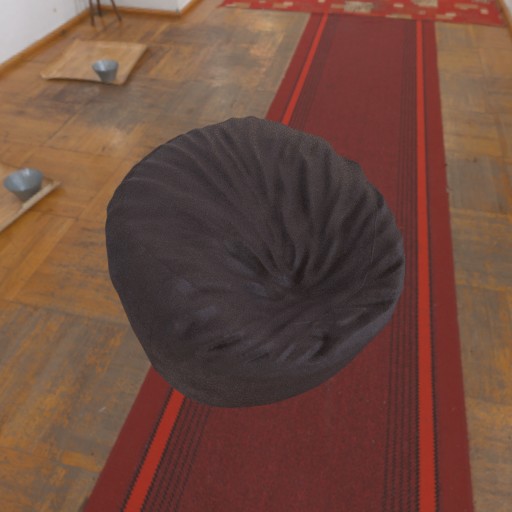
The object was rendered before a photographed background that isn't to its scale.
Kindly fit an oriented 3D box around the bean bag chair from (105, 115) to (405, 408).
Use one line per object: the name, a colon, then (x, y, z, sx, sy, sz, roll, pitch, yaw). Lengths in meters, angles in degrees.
bean bag chair: (0.000, 0.000, 2.006, 1.245, 0.821, 1.245, 0, 45, 0)
